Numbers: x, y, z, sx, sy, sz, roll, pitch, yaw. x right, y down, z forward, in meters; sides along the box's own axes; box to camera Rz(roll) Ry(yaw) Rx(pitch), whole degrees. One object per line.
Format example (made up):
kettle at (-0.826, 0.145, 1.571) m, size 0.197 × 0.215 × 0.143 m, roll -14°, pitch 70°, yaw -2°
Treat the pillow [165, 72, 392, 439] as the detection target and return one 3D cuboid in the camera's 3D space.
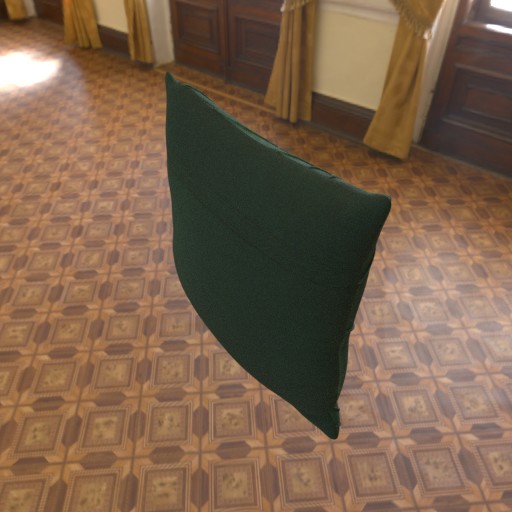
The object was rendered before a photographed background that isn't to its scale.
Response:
pillow at (0.000, 0.000, 0.672) m, size 0.184 × 0.440 × 0.439 m, roll -27°, pitch 48°, yaw -26°
